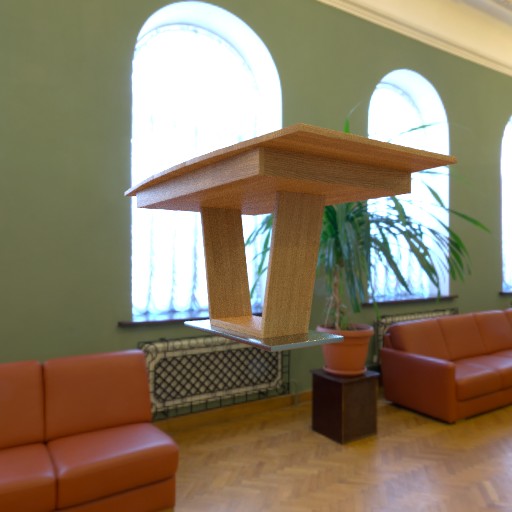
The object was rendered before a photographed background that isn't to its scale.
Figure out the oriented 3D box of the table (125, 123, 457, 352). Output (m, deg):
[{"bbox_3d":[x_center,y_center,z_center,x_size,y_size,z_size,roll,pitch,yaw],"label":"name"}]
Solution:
[{"bbox_3d":[0.000,0.000,2.132,0.900,0.748,1.598,0,0,-34],"label":"table"}]
